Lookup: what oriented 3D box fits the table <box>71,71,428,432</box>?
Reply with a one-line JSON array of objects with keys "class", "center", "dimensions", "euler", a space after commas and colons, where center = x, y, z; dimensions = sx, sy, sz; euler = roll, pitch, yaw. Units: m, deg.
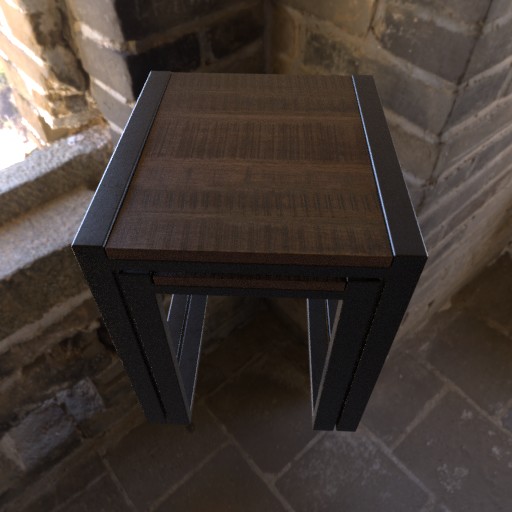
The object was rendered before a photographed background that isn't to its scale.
[{"class": "table", "center": [0.000, 0.000, 0.923], "dimensions": [0.449, 0.550, 0.500], "euler": [2, 47, 2]}]
